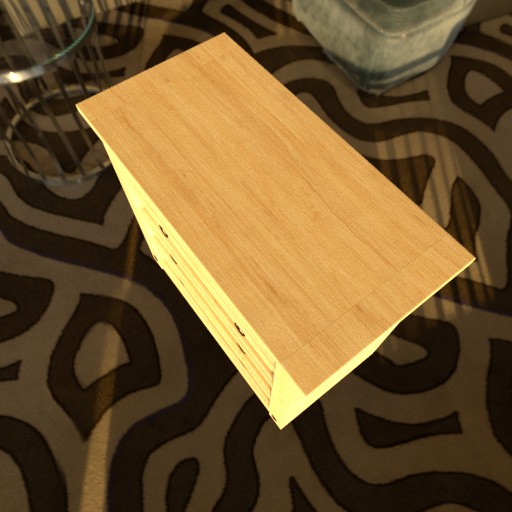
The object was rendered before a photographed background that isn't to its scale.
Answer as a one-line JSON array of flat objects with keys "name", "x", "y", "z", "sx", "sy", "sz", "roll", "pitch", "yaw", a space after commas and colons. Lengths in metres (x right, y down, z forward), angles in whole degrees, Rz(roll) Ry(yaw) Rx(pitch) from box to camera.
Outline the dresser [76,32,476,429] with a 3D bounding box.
[{"name": "dresser", "x": 0.000, "y": 0.000, "z": 1.229, "sx": 0.410, "sy": 0.730, "sz": 0.800, "roll": -34, "pitch": 68, "yaw": -16}]
